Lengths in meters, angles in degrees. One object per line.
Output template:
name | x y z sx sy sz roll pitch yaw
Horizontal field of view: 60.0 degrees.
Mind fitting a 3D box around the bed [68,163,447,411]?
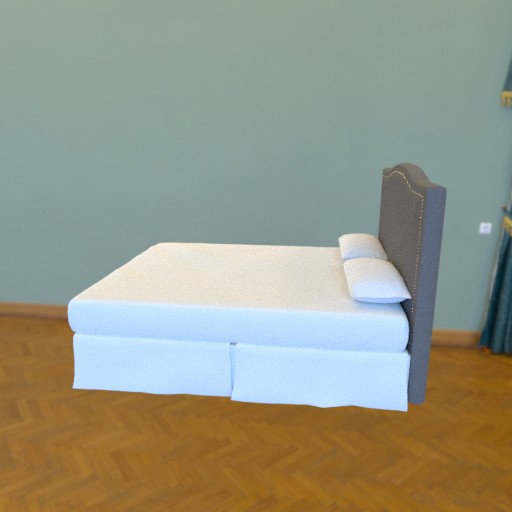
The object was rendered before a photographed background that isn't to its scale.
bed | 0.000 0.000 3.468 2.282 1.436 1.821 2 15 7
